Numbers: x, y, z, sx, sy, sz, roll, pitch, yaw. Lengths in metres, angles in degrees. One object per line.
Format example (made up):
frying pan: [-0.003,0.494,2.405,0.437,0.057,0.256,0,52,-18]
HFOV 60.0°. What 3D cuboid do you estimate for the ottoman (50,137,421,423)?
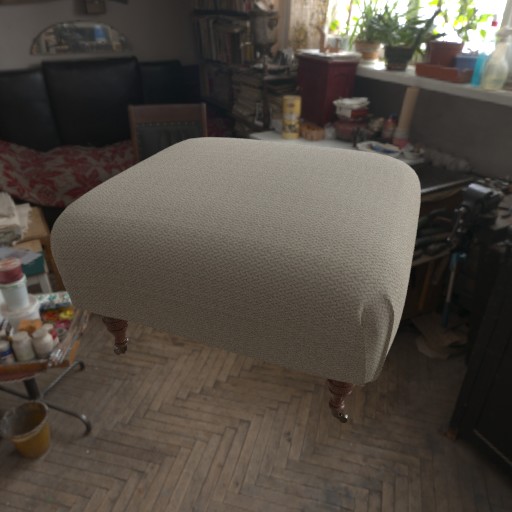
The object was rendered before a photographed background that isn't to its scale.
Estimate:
ottoman: [0.000,0.000,1.050,0.684,0.447,0.622,11,33,18]
